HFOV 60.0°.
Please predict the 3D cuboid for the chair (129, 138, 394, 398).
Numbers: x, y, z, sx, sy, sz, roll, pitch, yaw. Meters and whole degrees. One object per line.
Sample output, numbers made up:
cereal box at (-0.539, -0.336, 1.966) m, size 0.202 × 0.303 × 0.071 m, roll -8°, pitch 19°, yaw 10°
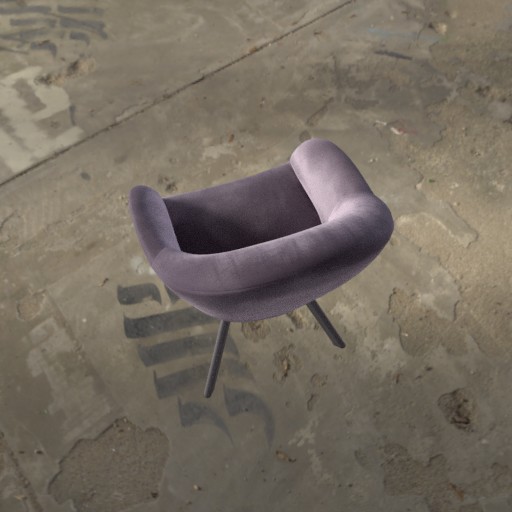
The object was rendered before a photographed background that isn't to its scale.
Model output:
chair at (0.000, 0.000, 1.195) m, size 0.550 × 0.795 × 0.590 m, roll -17°, pitch 60°, yaw -11°
